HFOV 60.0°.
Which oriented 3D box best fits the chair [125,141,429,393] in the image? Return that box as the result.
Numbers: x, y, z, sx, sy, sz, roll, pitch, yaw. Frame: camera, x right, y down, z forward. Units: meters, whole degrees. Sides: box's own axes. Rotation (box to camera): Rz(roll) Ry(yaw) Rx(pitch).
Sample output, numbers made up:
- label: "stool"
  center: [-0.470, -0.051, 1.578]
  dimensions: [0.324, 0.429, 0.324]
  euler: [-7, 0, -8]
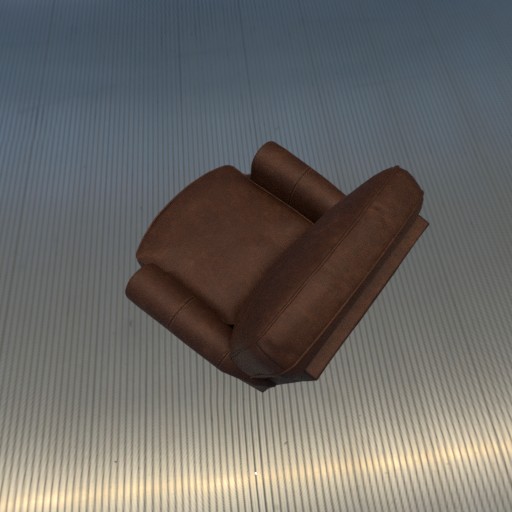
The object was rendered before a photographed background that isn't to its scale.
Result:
- label: "chair"
  center: [0.000, 0.000, 1.838]
  dimensions: [0.986, 1.018, 0.936]
  euler: [36, 69, 16]
